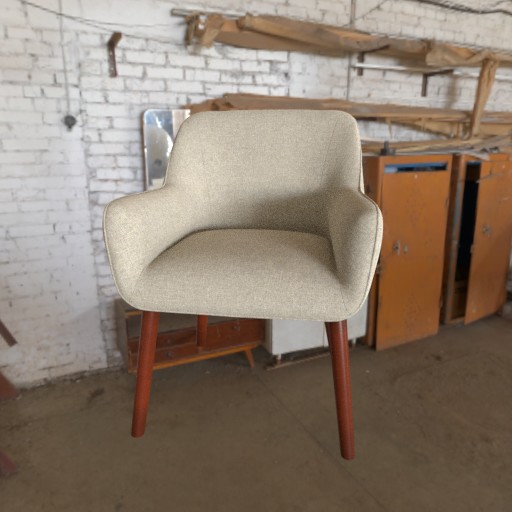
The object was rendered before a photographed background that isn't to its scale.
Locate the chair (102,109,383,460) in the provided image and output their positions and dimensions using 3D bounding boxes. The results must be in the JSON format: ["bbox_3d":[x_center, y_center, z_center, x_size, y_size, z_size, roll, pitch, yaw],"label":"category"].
[{"bbox_3d":[0.000,0.000,1.245,0.610,0.813,0.610,2,15,9],"label":"chair"}]
